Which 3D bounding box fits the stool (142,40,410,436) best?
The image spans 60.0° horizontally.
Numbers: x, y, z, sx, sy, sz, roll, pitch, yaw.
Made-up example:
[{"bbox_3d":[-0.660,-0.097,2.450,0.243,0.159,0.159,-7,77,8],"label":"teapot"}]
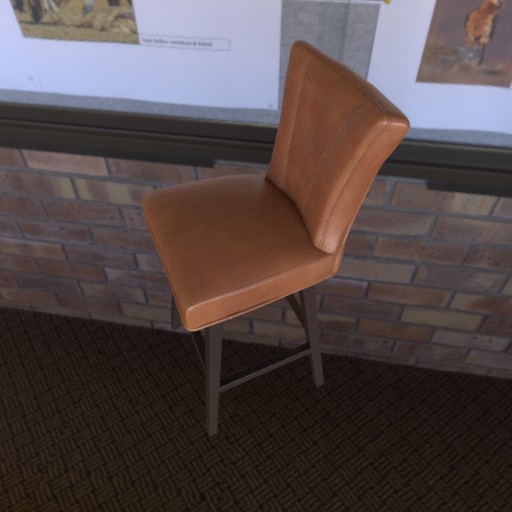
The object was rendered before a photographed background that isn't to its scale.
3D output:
[{"bbox_3d":[0.000,0.000,1.407,0.585,1.094,0.522,-16,48,-16],"label":"stool"}]
